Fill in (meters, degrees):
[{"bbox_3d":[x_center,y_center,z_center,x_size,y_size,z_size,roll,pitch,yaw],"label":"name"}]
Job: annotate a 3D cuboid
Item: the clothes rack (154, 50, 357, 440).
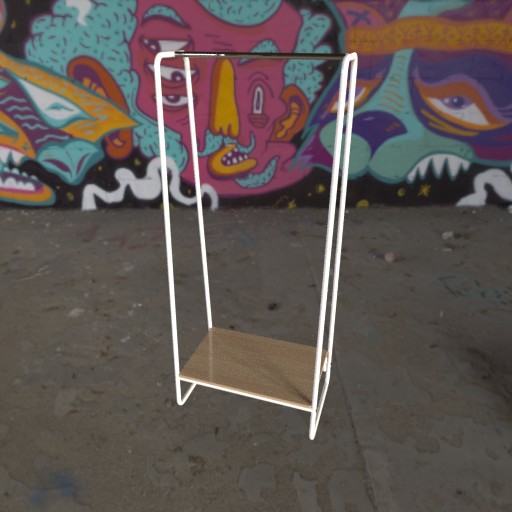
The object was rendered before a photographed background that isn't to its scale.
[{"bbox_3d":[0.000,0.000,1.795,0.640,1.500,0.400,9,28,16],"label":"clothes rack"}]
